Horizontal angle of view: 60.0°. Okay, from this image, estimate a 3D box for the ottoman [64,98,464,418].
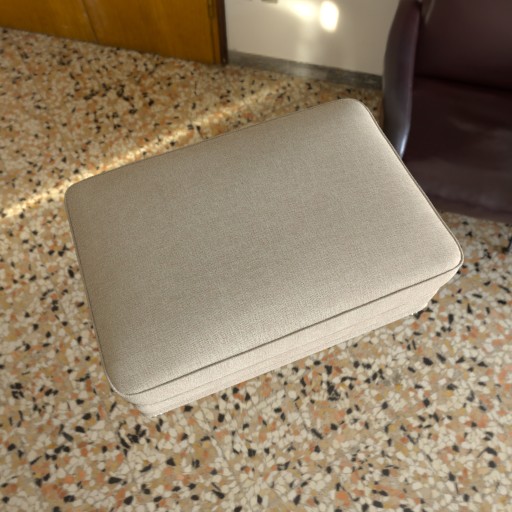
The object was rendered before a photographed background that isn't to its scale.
[{"bbox_3d":[0.000,0.000,1.164,0.813,0.458,0.559,-19,65,-10],"label":"ottoman"}]
